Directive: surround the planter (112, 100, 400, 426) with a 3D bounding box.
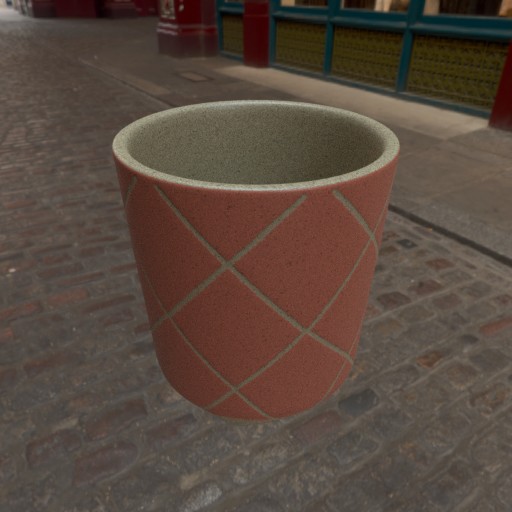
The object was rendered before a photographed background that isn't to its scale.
[{"bbox_3d":[0.000,0.000,0.356,0.191,0.200,0.191,0,32,0],"label":"planter"}]
